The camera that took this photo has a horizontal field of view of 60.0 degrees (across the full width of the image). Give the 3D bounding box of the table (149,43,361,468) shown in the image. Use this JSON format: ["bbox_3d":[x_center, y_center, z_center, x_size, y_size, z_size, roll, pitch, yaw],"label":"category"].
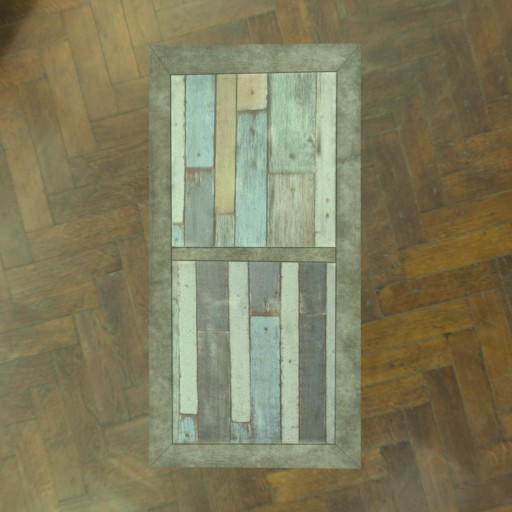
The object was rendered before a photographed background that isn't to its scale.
[{"bbox_3d":[0.000,0.000,1.510,0.610,0.470,1.219,0,90,1],"label":"table"}]
